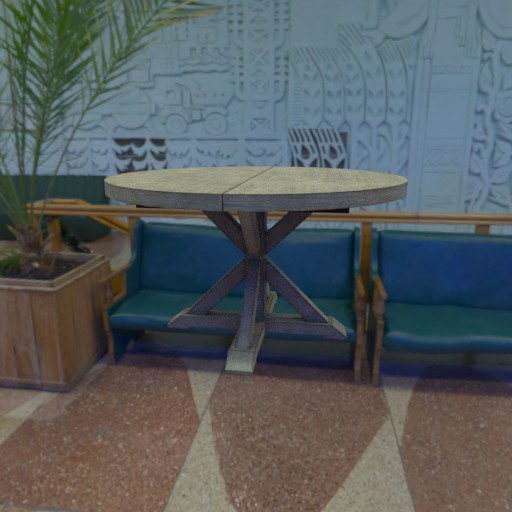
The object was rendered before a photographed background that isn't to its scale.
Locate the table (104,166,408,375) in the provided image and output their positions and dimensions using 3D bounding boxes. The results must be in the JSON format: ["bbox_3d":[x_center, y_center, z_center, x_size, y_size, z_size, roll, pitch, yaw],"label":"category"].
[{"bbox_3d":[0.000,0.000,2.189,1.363,0.781,1.363,0,15,0],"label":"table"}]
